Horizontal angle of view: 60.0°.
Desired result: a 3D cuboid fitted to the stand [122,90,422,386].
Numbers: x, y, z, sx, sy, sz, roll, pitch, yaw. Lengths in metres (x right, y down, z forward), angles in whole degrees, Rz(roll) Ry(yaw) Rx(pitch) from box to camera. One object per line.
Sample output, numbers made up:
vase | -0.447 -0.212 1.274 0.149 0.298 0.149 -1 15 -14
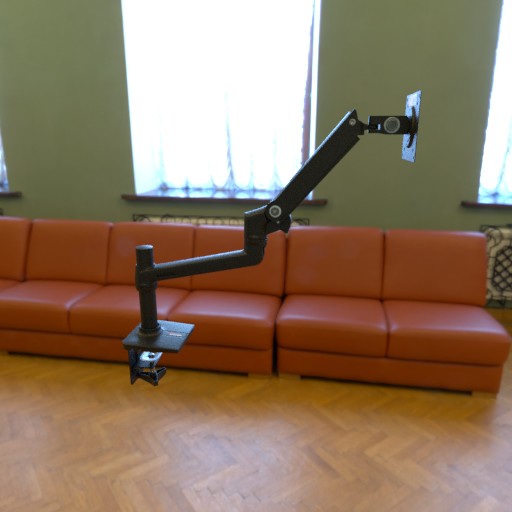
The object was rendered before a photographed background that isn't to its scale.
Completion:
stand | 0.000 0.000 1.043 0.650 0.713 0.152 2 16 8
